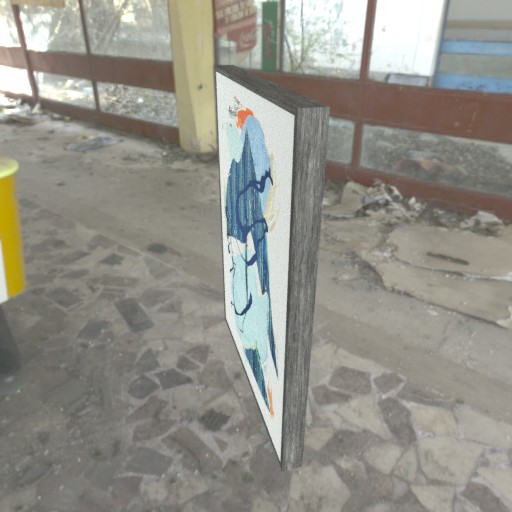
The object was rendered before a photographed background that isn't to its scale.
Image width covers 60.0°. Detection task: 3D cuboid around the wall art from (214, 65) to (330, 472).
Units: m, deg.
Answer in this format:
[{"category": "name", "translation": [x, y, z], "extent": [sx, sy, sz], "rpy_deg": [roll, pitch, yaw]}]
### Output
[{"category": "wall art", "translation": [0.000, 0.000, 1.367], "extent": [0.063, 1.016, 0.762], "rpy_deg": [-8, 30, -14]}]
